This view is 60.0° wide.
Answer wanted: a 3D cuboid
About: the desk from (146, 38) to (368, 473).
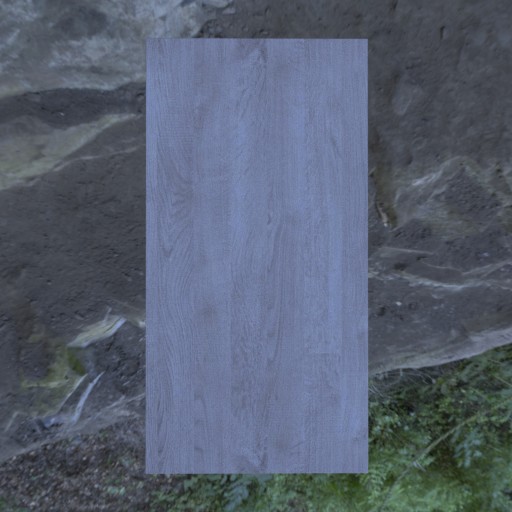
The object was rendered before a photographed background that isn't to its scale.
[{"bbox_3d":[0.000,0.000,1.485,0.560,0.735,1.097,0,90,0],"label":"desk"}]
